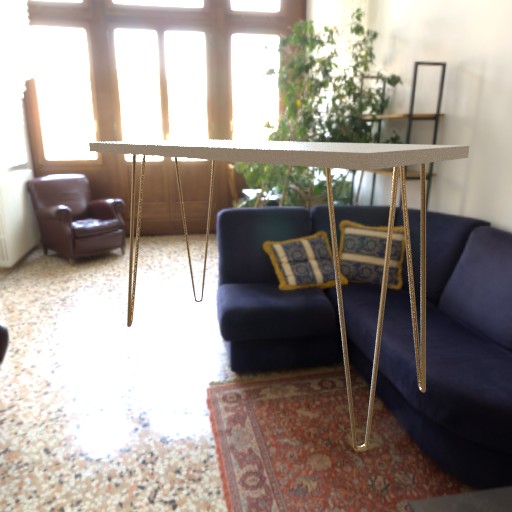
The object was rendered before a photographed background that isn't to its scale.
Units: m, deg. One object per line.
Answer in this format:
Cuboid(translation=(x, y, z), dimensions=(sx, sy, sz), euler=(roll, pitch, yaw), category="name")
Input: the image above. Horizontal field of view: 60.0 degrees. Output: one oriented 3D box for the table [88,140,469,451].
Cuboid(translation=(0.000, 0.000, 1.344), dimensions=(0.991, 0.660, 0.498), euler=(14, 21, 41), category="table")
